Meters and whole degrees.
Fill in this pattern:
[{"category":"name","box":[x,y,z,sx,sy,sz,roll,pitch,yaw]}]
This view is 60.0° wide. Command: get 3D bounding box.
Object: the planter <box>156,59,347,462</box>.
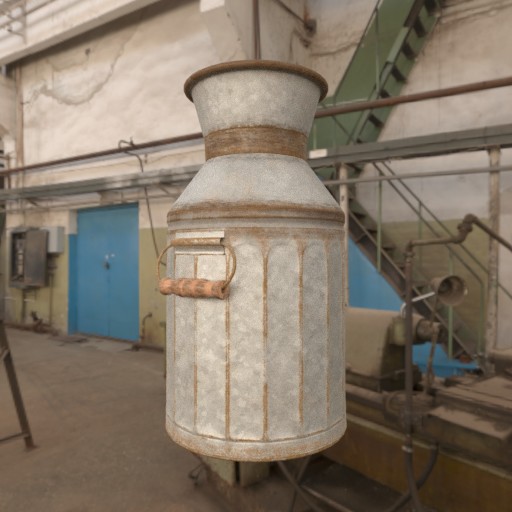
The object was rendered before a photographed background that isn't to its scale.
[{"category":"planter","box":[0.000,0.000,0.529,0.214,0.396,0.245,0,1,35]}]
